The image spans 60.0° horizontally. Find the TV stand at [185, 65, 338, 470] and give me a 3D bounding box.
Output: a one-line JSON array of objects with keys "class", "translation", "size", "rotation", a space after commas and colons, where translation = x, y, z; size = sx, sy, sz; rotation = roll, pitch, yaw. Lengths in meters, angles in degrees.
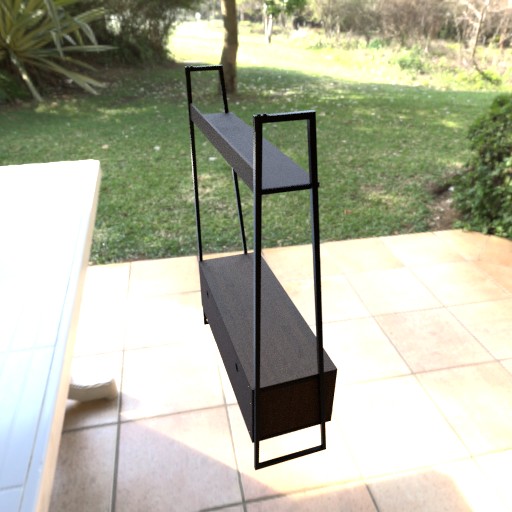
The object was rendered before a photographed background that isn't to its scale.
[{"class": "TV stand", "translation": [0.000, 0.000, 2.390], "size": [0.432, 1.772, 1.250], "rotation": [-9, 31, -15]}]
